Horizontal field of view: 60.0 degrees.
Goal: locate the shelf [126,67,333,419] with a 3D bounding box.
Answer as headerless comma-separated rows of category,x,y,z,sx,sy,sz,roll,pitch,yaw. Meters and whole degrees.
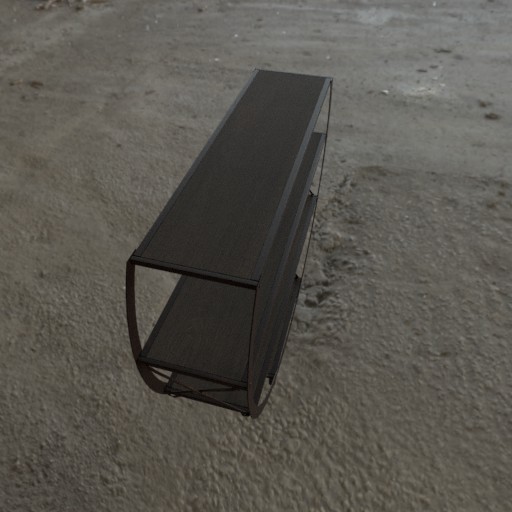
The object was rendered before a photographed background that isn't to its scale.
shelf,0.000,0.000,1.867,0.344,1.063,1.403,11,47,11
